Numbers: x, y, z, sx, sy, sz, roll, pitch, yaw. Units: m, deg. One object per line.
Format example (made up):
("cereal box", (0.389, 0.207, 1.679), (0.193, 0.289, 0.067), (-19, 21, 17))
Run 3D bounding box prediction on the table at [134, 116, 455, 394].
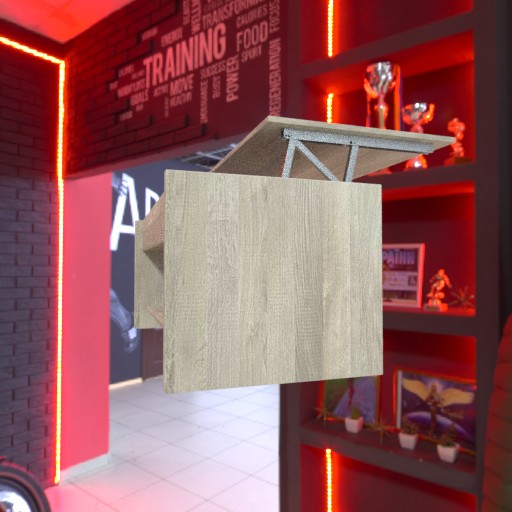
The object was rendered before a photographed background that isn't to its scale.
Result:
("table", (0.000, 0.000, 1.455), (0.712, 0.570, 1.000), (1, -2, -19))
